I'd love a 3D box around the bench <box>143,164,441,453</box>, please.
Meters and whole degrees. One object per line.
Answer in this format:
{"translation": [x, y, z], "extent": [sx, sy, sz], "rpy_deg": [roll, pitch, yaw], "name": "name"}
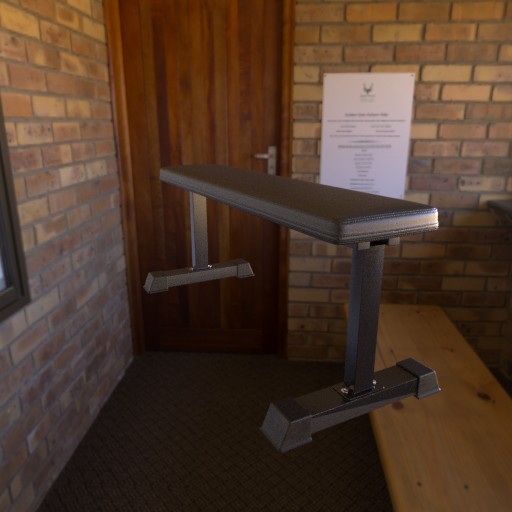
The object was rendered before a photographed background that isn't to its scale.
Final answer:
{"translation": [0.000, 0.000, 1.300], "extent": [0.439, 0.453, 1.072], "rpy_deg": [-9, 19, -27], "name": "bench"}
